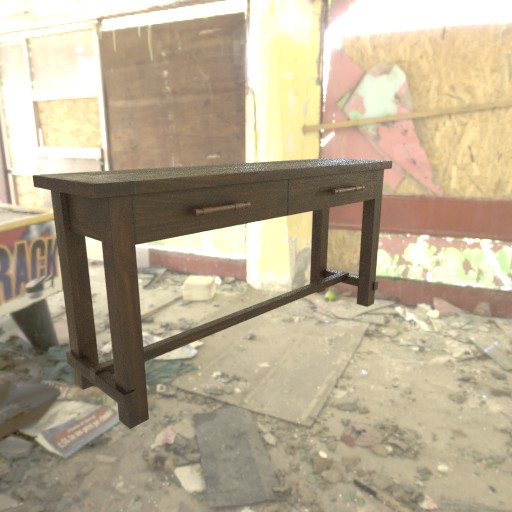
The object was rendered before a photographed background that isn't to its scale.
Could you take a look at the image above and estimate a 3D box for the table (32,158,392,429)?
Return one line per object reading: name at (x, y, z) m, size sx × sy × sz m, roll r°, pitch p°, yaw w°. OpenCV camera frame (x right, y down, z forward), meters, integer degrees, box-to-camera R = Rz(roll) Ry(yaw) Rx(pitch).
table at (0.000, 0.000, 1.916) m, size 0.442 × 0.762 × 1.599 m, roll 14°, pitch 20°, yaw 42°
